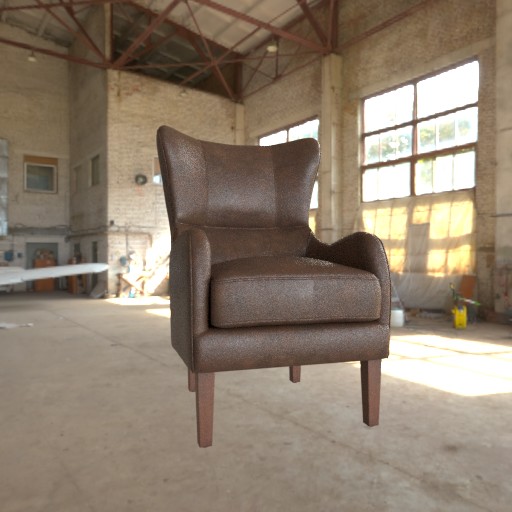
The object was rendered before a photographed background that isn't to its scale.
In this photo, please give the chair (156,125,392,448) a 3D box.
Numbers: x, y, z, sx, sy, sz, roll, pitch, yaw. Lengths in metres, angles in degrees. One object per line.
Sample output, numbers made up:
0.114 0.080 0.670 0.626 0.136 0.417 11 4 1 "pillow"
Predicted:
0.000 0.000 1.644 0.692 1.048 0.914 0 0 -17 "chair"
